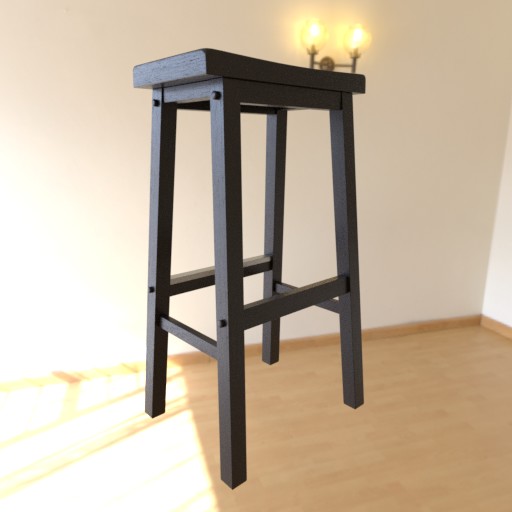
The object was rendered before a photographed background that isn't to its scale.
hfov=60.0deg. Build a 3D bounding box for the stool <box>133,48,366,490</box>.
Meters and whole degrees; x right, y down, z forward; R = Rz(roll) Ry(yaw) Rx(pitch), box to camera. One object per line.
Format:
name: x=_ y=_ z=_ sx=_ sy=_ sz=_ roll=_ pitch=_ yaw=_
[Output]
stool: x=0.000 y=0.000 z=0.952 sx=0.406 sy=0.742 sz=0.322 roll=-13 pitch=19 yaw=-41
